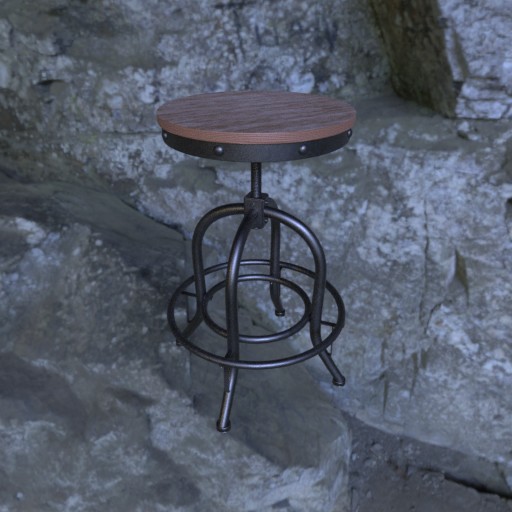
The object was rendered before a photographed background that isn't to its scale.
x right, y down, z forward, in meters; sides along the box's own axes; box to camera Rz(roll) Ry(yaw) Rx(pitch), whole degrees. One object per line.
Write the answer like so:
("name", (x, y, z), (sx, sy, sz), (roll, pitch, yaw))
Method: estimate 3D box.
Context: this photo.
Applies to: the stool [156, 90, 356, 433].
("stool", (0.000, 0.000, 0.940), (0.439, 0.609, 0.439), (10, 31, 17))
